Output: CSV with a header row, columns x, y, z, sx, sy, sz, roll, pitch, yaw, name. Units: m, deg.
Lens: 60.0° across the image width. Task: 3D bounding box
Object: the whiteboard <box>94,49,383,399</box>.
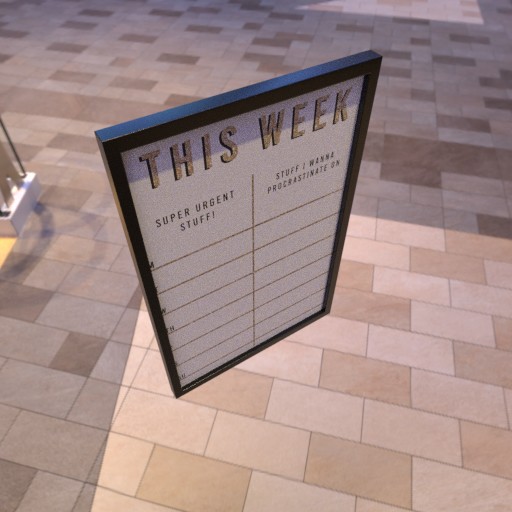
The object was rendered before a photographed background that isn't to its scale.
x,y,z,sx,sy,sz,roll,pitch,yaw,name
0.000,0.000,0.776,0.406,0.611,0.026,-25,52,-22,whiteboard
